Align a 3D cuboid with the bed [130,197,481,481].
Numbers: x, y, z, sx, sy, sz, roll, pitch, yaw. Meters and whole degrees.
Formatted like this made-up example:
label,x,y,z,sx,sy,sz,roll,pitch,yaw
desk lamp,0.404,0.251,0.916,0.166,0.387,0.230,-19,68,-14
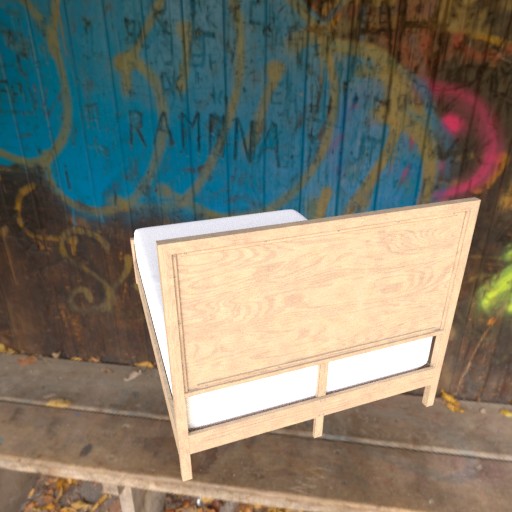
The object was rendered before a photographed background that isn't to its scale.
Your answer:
label,x,y,z,sx,sy,sz,roll,pitch,yaw
bed,0.000,0.000,3.200,1.606,1.369,2.189,-9,27,-18
